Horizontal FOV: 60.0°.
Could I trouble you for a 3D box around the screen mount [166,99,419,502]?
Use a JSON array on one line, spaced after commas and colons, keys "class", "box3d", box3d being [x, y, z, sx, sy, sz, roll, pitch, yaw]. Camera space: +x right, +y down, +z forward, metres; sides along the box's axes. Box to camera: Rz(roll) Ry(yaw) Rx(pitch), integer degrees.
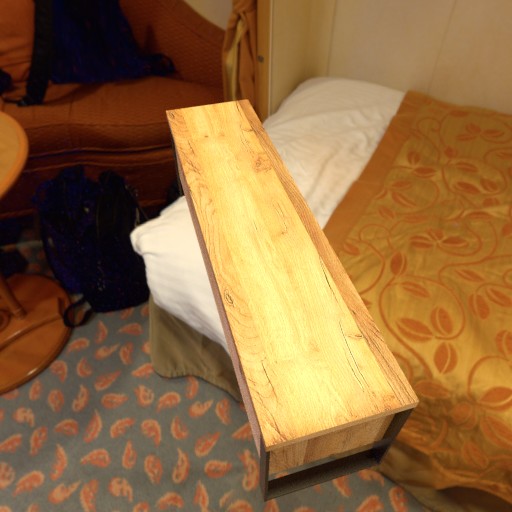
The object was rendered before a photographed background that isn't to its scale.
[{"class": "screen mount", "box3d": [0.000, 0.000, 1.678, 0.395, 0.450, 1.524, -12, 48, -11]}]
